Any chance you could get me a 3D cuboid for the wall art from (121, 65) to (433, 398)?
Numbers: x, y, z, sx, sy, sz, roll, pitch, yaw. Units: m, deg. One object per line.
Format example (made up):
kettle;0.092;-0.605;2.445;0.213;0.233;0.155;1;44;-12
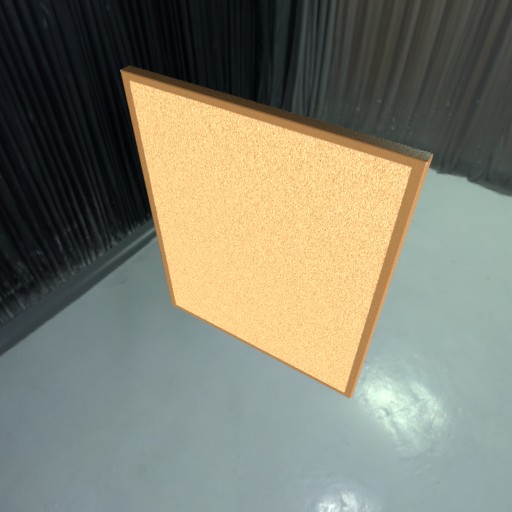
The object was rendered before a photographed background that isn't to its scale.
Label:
wall art;0.000;0.000;0.526;0.310;0.379;0.015;24;50;21
